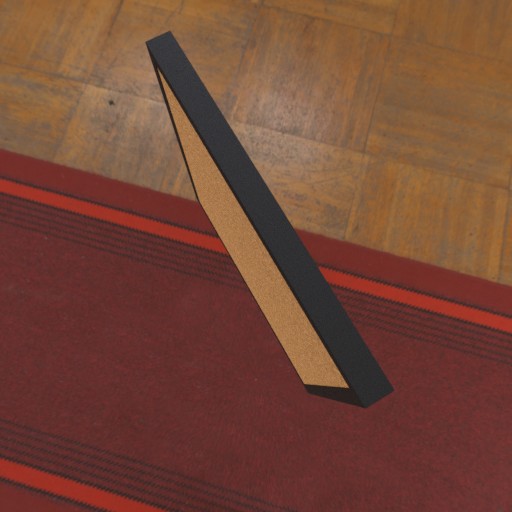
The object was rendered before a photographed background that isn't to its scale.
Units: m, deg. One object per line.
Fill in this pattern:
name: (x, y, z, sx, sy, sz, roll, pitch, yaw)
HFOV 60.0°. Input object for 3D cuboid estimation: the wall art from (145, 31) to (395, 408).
wall art: (0.000, 0.000, 0.747, 0.036, 0.503, 0.506, -29, 76, -8)
